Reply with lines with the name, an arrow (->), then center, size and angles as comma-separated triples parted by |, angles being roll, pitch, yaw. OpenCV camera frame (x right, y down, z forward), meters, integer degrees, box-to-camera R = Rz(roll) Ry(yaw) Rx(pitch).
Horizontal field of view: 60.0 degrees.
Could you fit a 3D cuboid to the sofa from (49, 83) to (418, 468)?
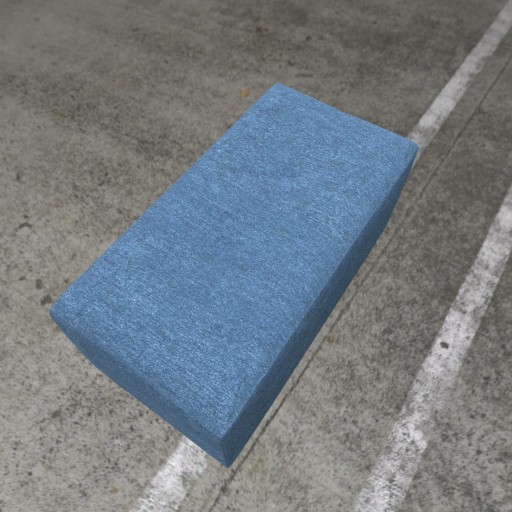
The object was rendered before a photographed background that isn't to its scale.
sofa -> 0.000, 0.000, 1.218 | 0.480, 0.470, 0.930 | 30, 63, 17
